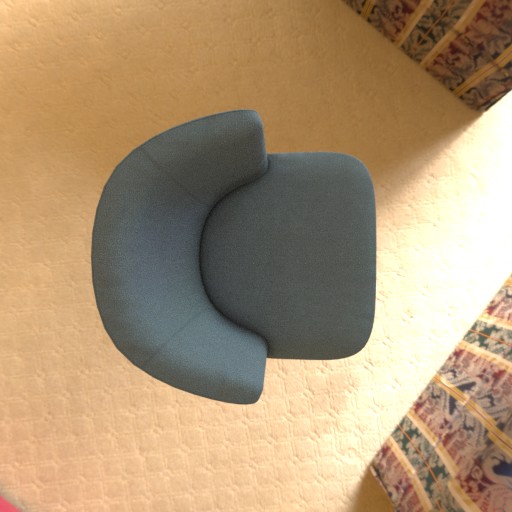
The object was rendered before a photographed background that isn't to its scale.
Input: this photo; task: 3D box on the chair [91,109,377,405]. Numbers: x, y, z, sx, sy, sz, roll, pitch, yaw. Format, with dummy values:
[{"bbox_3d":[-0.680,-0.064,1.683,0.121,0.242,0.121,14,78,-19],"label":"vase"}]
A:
[{"bbox_3d":[0.000,0.000,1.319,0.702,0.760,0.661,0,91,1],"label":"chair"}]
